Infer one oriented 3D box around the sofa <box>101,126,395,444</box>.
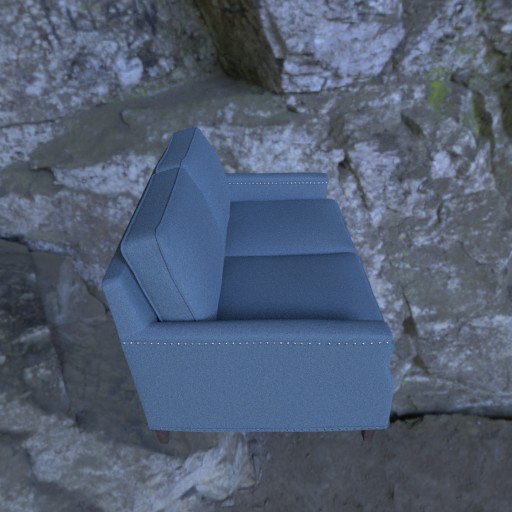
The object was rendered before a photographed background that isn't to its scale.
[{"bbox_3d":[0.000,0.000,2.294,1.084,1.003,1.597,0,32,-1],"label":"sofa"}]
